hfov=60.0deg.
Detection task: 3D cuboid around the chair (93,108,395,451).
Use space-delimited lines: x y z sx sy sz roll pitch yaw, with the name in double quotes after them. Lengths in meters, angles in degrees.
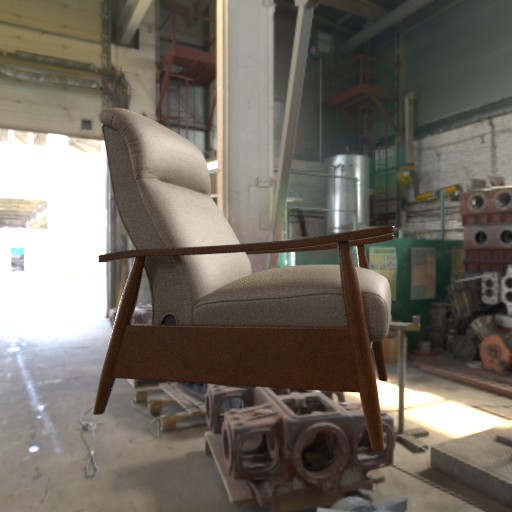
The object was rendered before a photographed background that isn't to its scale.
0.000 0.000 1.728 1.032 1.082 0.762 0 1 17 "chair"
